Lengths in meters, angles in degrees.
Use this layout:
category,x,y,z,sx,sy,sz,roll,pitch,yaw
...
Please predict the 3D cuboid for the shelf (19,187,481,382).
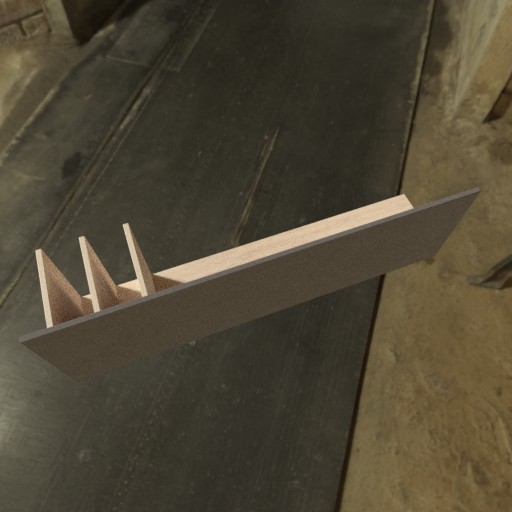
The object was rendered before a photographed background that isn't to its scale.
category,x,y,z,sx,sy,sz,roll,pitch,yaw
shelf,0.000,0.000,1.096,1.020,0.300,0.200,-18,62,-10
